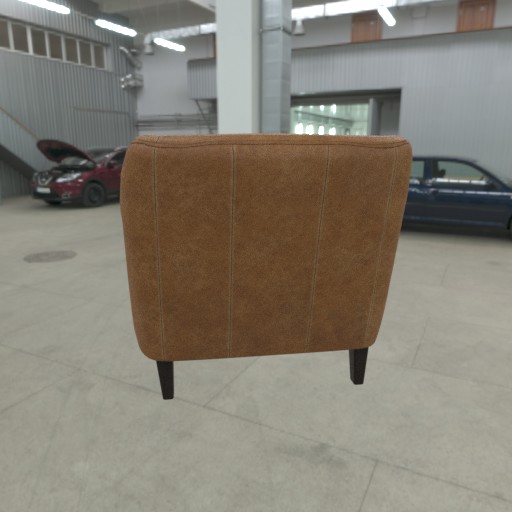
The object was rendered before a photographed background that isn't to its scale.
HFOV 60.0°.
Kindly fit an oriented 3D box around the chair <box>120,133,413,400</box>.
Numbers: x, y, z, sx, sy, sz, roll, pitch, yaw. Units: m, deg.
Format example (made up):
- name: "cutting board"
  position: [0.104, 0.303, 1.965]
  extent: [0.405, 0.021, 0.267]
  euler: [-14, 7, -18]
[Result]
- name: "chair"
  position: [0.000, 0.000, 1.888]
  extent: [1.037, 0.980, 1.034]
  euler: [-2, 14, -8]
